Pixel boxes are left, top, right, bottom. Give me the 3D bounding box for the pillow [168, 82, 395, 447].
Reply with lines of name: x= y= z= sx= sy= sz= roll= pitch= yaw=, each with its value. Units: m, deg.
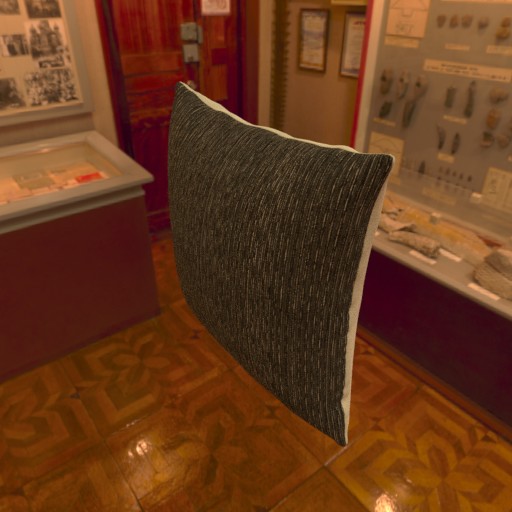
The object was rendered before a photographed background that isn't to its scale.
pillow: x=0.000 y=0.000 z=0.668 sx=0.196 sy=0.434 sz=0.433 roll=-21 pitch=38 yaw=-30
